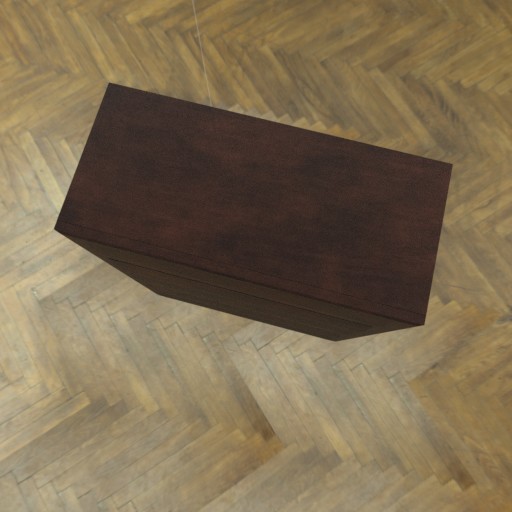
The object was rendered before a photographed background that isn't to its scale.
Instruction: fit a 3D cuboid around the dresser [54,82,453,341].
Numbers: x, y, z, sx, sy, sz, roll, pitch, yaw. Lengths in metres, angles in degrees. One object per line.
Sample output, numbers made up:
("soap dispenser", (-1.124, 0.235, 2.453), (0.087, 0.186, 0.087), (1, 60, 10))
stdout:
("dresser", (0.000, 0.000, 2.025), (1.072, 1.514, 0.506), (14, 78, 3))
